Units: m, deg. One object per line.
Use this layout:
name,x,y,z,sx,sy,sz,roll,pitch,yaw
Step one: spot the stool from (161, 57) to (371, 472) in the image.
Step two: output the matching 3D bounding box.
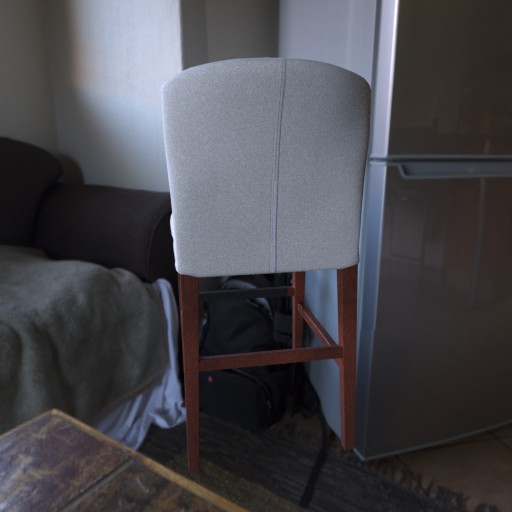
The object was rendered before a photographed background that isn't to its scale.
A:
stool,0.000,0.000,1.267,0.479,0.968,0.568,-3,16,-10
